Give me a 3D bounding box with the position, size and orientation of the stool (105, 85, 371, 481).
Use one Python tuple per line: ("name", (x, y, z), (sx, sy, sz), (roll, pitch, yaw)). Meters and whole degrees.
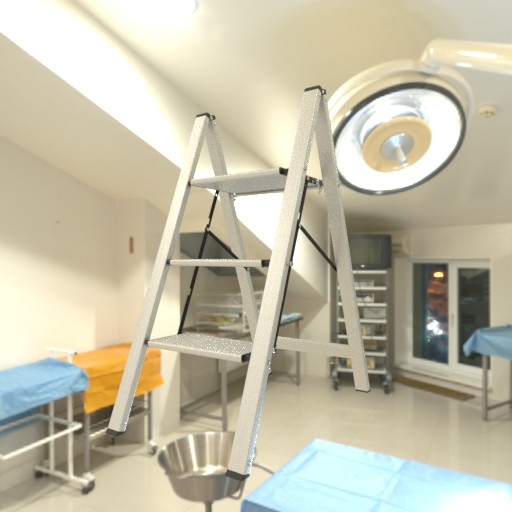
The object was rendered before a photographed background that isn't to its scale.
("stool", (0.000, 0.000, 1.309), (0.441, 0.902, 0.730), (0, 0, 35))
